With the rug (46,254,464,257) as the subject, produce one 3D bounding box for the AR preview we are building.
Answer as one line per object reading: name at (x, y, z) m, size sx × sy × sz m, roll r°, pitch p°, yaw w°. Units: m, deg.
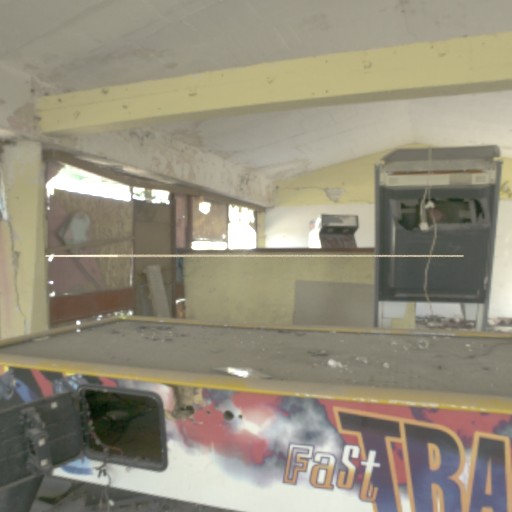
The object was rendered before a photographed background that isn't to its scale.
rug at (0.000, 0.000, 2.326) m, size 1.828 × 0.007 × 1.220 m, roll 0°, pitch 0°, yaw -34°
